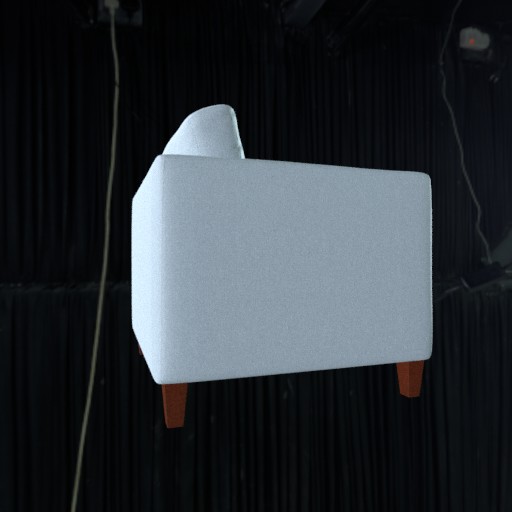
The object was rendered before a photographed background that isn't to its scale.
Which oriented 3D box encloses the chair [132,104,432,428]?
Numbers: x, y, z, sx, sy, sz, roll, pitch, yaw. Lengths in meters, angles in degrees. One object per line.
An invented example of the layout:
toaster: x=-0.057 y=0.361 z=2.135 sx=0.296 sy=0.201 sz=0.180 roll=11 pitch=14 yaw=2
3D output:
chair: x=0.000 y=0.000 z=1.851 sx=0.953 sy=0.961 sz=1.107 roll=0 pitch=0 yaw=-19
